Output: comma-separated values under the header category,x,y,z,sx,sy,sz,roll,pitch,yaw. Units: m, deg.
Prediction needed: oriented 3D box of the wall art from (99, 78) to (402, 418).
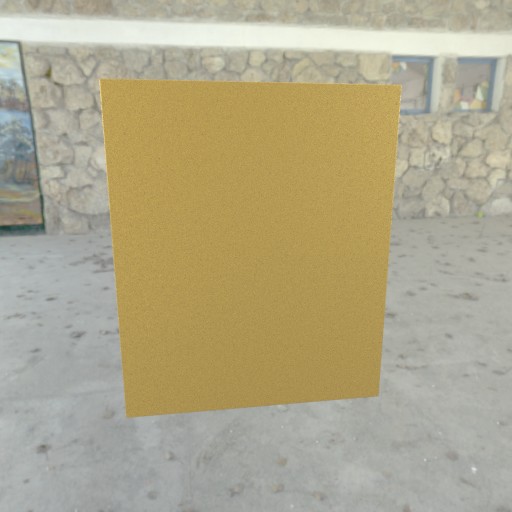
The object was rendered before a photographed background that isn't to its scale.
category,x,y,z,sx,sy,sz,roll,pitch,yaw
wall art,0.000,0.000,0.878,0.537,0.642,0.048,-2,14,-8
